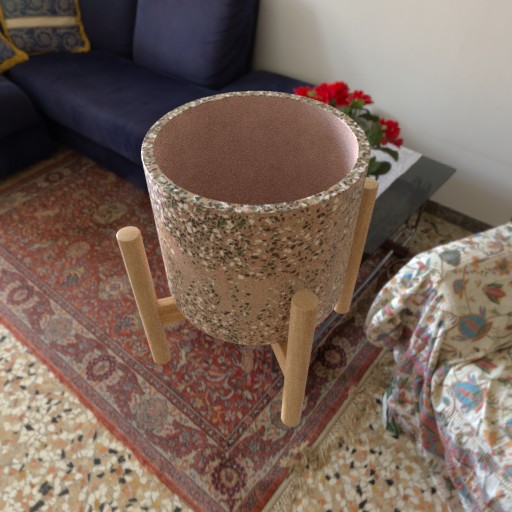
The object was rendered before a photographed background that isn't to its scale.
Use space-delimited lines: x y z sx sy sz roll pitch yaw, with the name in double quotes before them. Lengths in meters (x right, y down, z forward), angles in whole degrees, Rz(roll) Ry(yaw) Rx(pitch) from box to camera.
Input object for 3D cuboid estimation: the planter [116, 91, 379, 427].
"planter" 0.000 0.000 0.550 0.284 0.320 0.284 3 45 3
